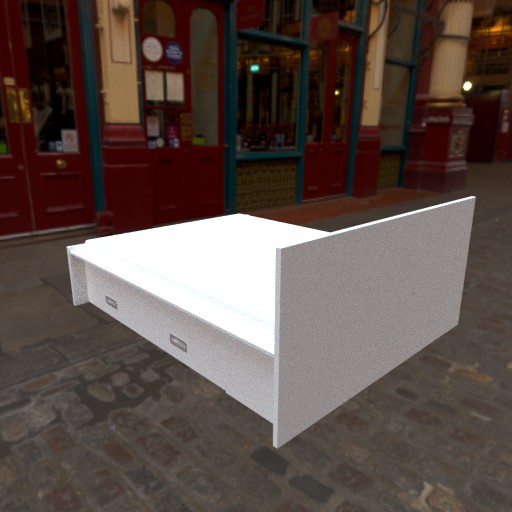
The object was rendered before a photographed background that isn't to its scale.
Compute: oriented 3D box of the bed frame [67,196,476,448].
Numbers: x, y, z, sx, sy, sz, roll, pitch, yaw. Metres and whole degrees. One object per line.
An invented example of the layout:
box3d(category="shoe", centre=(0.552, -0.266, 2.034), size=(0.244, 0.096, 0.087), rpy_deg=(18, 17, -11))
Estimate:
box3d(category="bed frame", centre=(0.000, 0.000, 2.808), size=(1.622, 0.800, 1.960), rpy_deg=(-15, 22, -41))
